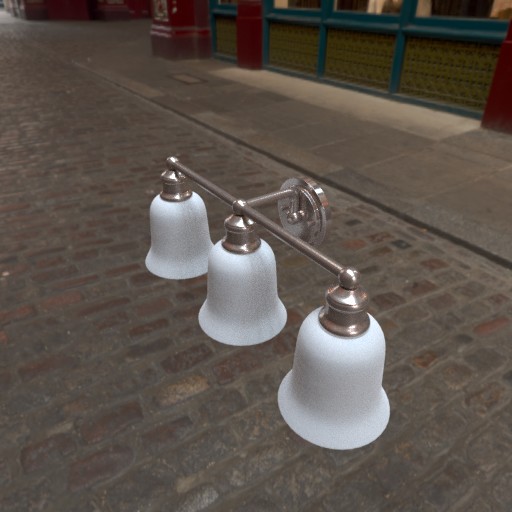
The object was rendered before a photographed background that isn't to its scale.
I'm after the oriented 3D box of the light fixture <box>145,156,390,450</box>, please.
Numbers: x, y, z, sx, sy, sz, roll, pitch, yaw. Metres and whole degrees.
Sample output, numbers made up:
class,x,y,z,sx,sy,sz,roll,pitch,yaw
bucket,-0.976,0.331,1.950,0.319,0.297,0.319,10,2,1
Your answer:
class,x,y,z,sx,sy,sz,roll,pitch,yaw
light fixture,0.000,0.000,0.686,0.198,0.211,0.570,-21,38,-29
